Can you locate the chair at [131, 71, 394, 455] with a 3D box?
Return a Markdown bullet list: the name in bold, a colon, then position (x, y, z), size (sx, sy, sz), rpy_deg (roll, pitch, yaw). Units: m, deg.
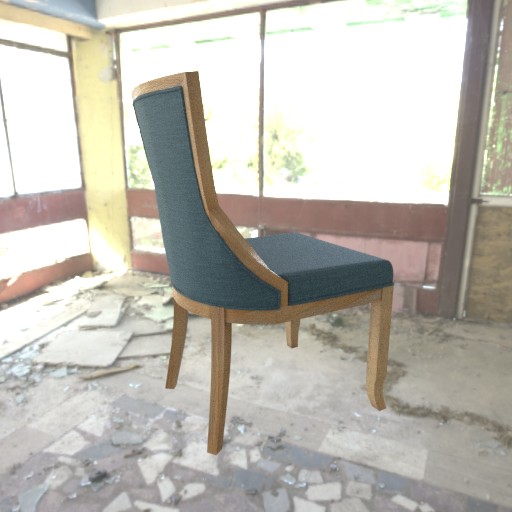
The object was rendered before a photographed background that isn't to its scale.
- **chair**: position (0.000, 0.000, 1.336), size (0.641, 0.947, 0.524), rpy_deg (-8, 16, -28)
